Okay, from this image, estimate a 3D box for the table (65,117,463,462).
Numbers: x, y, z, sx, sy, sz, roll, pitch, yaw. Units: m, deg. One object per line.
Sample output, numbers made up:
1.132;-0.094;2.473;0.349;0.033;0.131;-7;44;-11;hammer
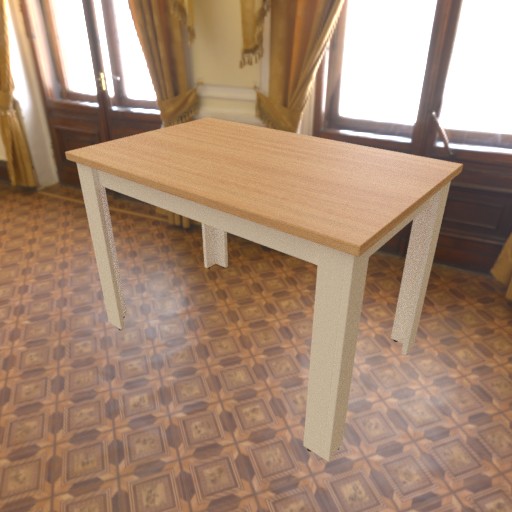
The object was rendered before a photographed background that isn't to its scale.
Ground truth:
0.000;0.000;1.623;1.100;0.734;0.700;21;36;33;table
